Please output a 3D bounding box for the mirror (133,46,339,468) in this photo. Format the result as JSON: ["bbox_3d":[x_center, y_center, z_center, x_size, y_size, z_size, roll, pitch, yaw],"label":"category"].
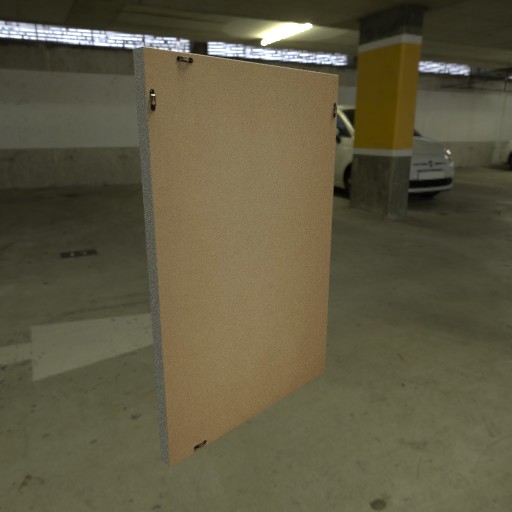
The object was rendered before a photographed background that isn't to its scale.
[{"bbox_3d":[0.000,0.000,1.143,0.609,0.914,0.041,-15,22,-43],"label":"mirror"}]
